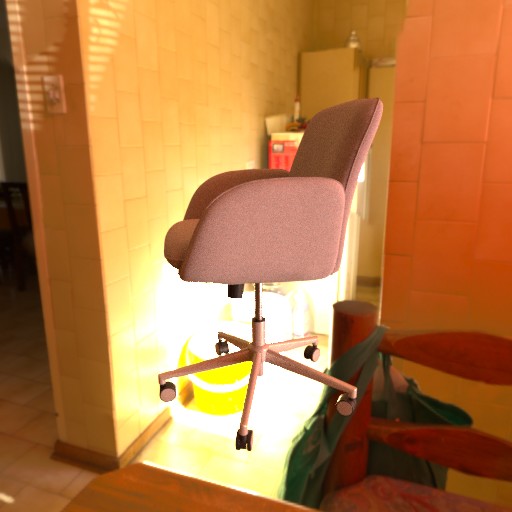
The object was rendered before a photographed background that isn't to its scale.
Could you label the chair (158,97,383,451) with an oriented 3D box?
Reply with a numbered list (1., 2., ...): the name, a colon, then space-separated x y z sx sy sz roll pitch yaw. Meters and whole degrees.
1. chair: 0.000 0.000 1.415 0.654 0.959 0.648 -3 14 -10
